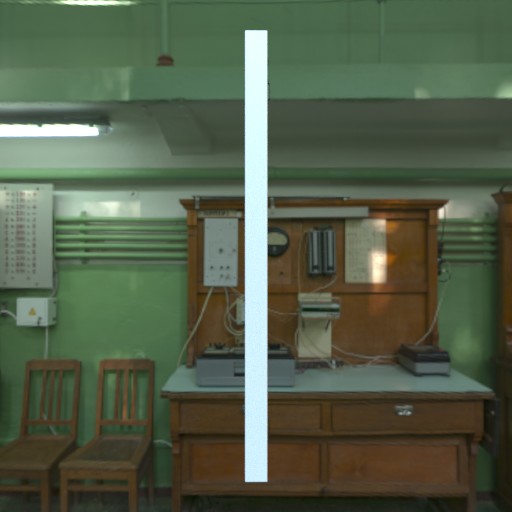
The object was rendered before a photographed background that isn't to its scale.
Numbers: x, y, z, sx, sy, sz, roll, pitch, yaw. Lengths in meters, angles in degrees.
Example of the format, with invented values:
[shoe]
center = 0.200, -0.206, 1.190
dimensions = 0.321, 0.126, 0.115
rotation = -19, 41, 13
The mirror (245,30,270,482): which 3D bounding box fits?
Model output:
[mirror]
center = 0.000, 0.000, 0.950
dimensions = 0.040, 0.710, 0.507
rotation = 0, 0, -1
